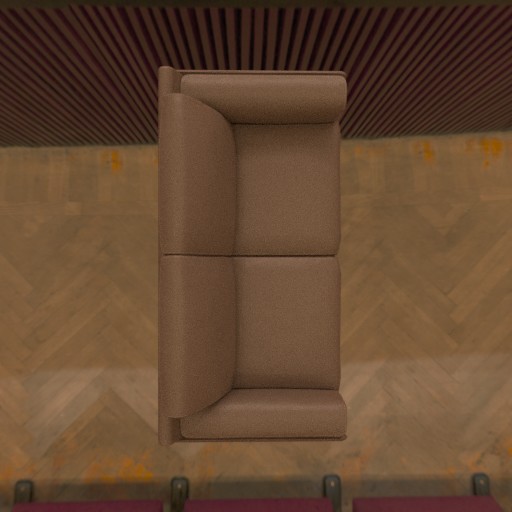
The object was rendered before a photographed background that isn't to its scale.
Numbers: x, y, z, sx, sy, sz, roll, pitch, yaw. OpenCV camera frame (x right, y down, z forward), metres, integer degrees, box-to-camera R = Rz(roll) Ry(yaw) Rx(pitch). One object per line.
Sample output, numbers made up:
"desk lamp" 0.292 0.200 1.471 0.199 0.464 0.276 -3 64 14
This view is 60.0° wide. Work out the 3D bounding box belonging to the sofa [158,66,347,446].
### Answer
"sofa" 0.000 0.000 2.610 1.049 0.930 2.101 0 90 -1
